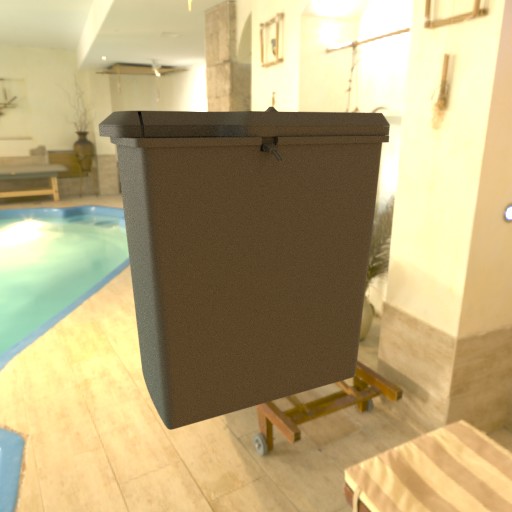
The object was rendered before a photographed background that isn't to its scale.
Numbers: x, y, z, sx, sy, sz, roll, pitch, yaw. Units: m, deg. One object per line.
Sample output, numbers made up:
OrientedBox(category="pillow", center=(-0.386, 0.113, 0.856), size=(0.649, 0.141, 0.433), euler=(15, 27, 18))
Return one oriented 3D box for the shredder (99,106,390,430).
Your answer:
OrientedBox(category="shredder", center=(0.000, 0.000, 0.527), size=(0.320, 0.335, 0.170), euler=(-8, 18, -24))
